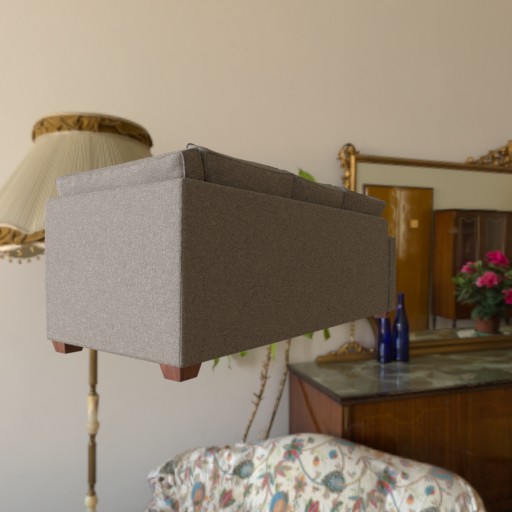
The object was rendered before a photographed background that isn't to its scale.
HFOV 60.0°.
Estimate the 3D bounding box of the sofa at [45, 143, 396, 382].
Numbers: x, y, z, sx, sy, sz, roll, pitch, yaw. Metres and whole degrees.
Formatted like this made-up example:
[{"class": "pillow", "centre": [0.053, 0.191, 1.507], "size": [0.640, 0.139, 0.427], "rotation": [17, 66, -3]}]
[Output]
[{"class": "sofa", "centre": [0.000, 0.000, 2.863], "size": [1.061, 0.962, 2.317], "rotation": [0, 0, 36]}]
